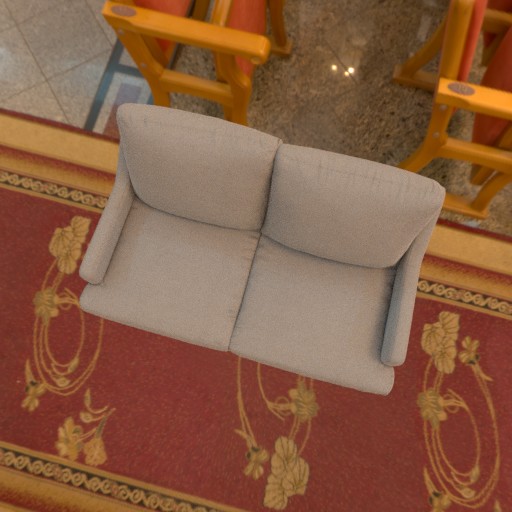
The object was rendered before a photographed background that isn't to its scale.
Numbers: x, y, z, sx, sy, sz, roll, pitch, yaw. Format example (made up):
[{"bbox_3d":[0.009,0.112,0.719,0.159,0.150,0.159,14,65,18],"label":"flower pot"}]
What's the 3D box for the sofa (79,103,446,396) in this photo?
[{"bbox_3d":[0.000,0.000,2.200,1.589,0.921,0.987,15,76,4],"label":"sofa"}]
